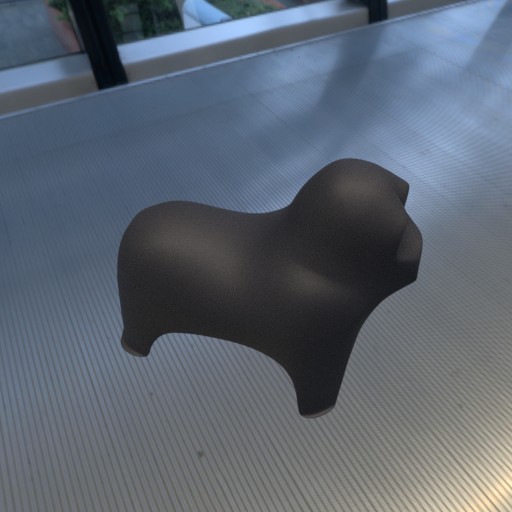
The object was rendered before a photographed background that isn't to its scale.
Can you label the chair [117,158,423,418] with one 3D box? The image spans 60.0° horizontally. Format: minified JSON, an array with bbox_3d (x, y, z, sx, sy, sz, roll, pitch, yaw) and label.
[{"bbox_3d":[0.000,0.000,1.122,0.758,0.600,0.490,11,47,10],"label":"chair"}]
